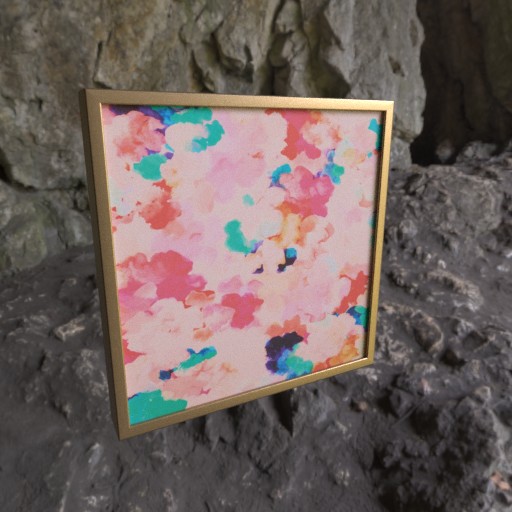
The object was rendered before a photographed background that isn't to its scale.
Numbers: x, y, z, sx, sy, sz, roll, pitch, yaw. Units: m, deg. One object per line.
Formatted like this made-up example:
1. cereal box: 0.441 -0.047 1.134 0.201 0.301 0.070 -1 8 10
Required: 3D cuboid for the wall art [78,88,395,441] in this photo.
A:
1. wall art: 0.000 0.000 0.450 0.304 0.305 0.038 -8 18 -26
